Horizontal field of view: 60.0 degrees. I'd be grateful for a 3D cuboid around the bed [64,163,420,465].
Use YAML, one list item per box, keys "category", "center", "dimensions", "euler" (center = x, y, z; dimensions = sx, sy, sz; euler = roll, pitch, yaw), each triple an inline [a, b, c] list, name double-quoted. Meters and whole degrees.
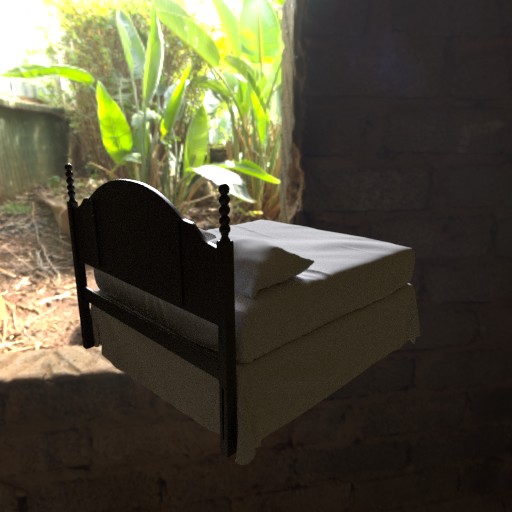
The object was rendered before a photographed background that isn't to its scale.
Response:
- category: "bed"
  center: [0.000, 0.000, 3.271]
  dimensions: [2.040, 1.356, 1.873]
  euler: [-15, 22, -43]
